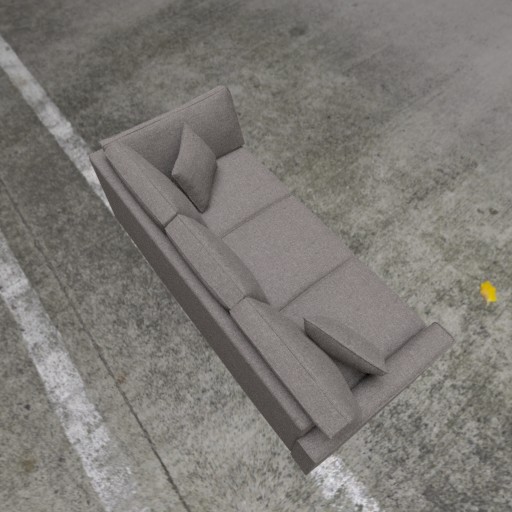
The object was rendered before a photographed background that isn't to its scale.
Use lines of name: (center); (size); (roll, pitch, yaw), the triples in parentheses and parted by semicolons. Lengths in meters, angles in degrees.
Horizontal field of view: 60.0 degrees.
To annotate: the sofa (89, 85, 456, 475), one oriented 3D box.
sofa: (0.000, 0.000, 2.835); (1.061, 0.962, 2.317); (-33, 64, -19)
